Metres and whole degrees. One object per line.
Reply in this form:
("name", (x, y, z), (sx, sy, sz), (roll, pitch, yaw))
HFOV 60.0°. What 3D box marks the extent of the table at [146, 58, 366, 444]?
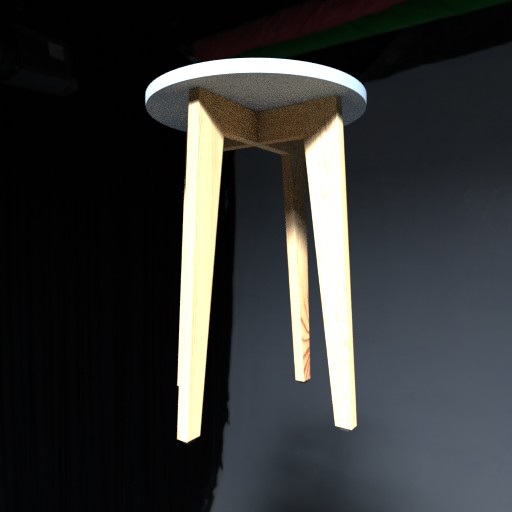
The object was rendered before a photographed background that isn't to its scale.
("table", (0.000, 0.000, 0.731), (0.350, 0.500, 0.350), (0, 1, 0))
